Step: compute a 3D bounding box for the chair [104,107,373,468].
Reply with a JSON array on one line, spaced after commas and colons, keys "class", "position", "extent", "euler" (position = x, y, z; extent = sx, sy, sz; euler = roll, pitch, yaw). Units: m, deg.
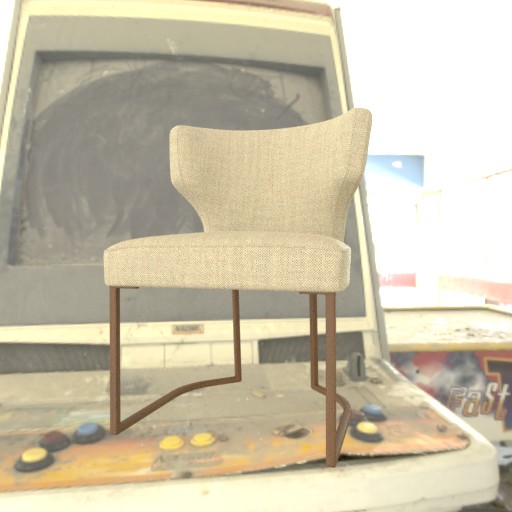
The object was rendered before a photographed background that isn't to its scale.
[{"class": "chair", "position": [0.000, 0.000, 1.217], "extent": [0.611, 0.824, 0.617], "euler": [0, 1, 18]}]
